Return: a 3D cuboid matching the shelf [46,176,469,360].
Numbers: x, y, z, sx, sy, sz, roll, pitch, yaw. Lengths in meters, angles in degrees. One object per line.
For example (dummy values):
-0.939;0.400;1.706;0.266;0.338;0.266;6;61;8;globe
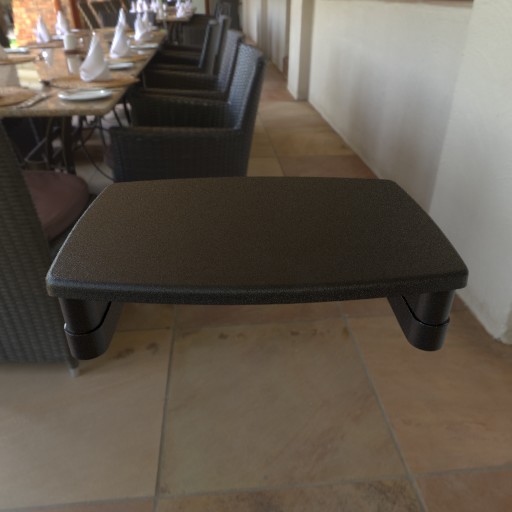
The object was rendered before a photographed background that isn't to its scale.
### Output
0.000;0.000;0.530;0.410;0.100;0.280;-1;31;-2;shelf
